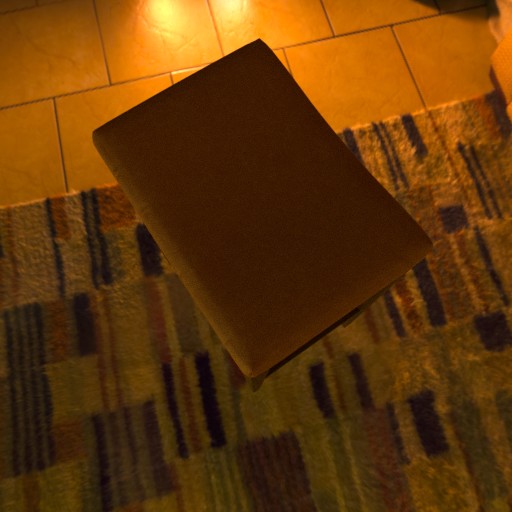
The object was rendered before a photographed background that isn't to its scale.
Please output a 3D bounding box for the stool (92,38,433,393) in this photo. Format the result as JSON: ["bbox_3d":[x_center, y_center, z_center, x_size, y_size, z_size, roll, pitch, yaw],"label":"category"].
[{"bbox_3d":[0.000,0.000,1.034,0.361,0.759,0.500,-33,76,-9],"label":"stool"}]
